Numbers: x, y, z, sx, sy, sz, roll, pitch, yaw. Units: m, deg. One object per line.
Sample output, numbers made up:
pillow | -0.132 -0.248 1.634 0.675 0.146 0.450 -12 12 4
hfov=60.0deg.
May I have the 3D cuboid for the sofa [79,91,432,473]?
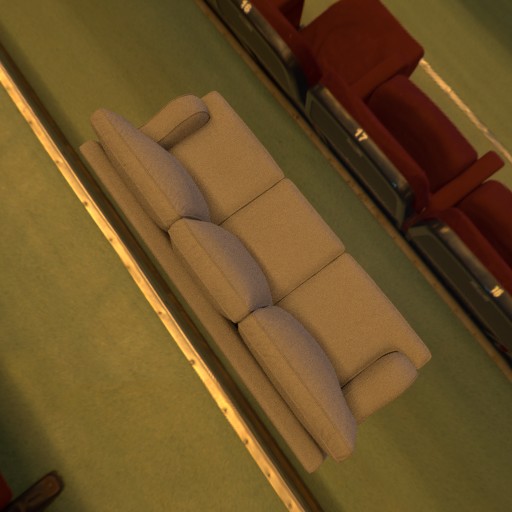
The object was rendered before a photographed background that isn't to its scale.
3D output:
sofa | 0.000 0.000 2.813 1.016 0.991 2.323 -36 79 -8
